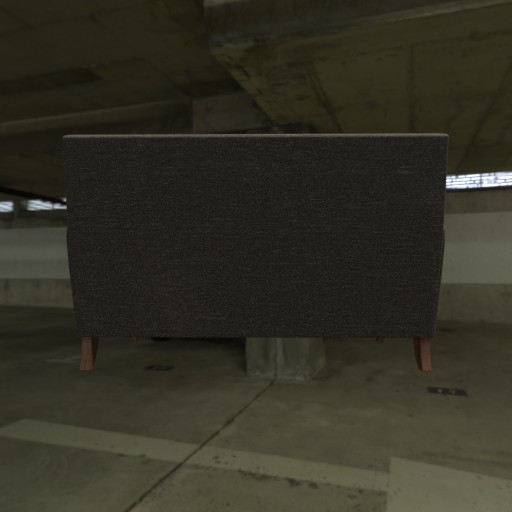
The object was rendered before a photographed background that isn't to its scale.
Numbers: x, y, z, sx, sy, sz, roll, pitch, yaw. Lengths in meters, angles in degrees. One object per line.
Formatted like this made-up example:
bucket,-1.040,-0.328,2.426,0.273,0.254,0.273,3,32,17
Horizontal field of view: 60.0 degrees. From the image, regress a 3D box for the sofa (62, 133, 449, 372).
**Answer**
sofa,0.000,0.000,2.054,1.509,0.905,0.867,0,-2,1
